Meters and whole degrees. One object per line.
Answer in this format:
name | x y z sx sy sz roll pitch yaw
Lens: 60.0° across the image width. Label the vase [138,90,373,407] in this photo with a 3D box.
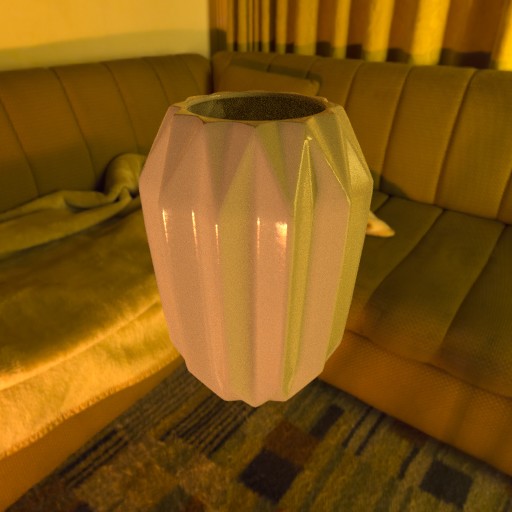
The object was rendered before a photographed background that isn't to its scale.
vase | 0.000 0.000 0.416 0.195 0.275 0.195 0 30 0
